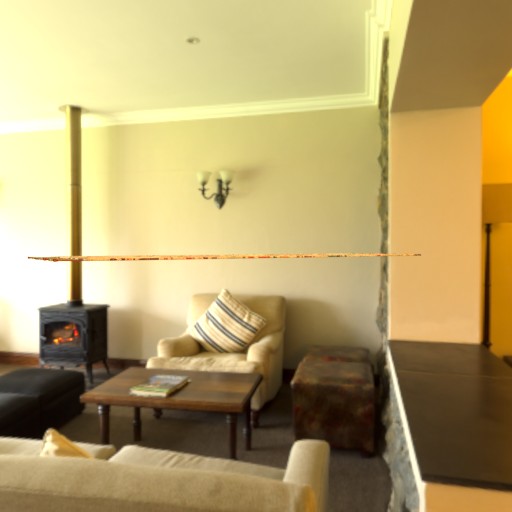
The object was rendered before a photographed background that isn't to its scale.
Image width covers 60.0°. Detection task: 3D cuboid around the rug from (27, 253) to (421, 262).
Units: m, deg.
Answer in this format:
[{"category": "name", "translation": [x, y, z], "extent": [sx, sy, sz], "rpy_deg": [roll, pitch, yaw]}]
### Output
[{"category": "rug", "translation": [0.000, 0.000, 3.006], "extent": [2.682, 0.015, 0.763], "rpy_deg": [-1, 1, -36]}]
